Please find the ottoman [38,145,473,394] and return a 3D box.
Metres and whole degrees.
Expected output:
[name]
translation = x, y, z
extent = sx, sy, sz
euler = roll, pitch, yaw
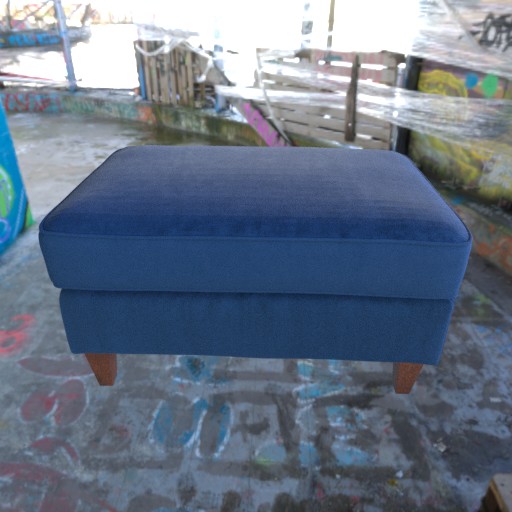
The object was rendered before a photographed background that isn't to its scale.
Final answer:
[ottoman]
translation = 0.000, 0.000, 1.177
extent = 0.862, 0.484, 0.583
euler = 1, 30, 2
